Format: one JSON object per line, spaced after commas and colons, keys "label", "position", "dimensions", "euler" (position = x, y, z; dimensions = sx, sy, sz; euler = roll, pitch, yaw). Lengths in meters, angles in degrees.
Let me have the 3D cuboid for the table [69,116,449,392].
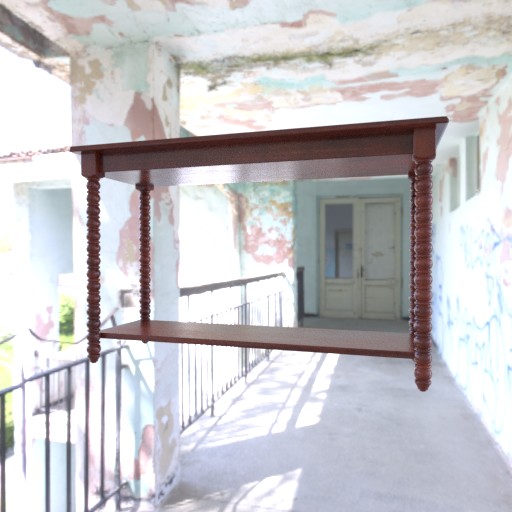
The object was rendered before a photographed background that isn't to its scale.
{"label": "table", "position": [0.000, 0.000, 1.540], "dimensions": [1.184, 0.740, 0.459], "euler": [0, 1, 17]}
